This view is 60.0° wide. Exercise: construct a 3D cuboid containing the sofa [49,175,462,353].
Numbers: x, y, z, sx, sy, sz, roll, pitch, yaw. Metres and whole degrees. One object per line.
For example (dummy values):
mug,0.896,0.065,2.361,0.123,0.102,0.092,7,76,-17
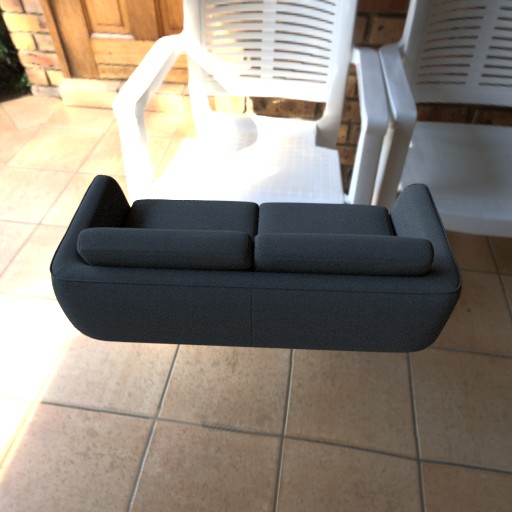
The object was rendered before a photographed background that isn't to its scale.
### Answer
sofa,0.000,0.000,2.483,2.000,0.850,0.920,2,47,2
